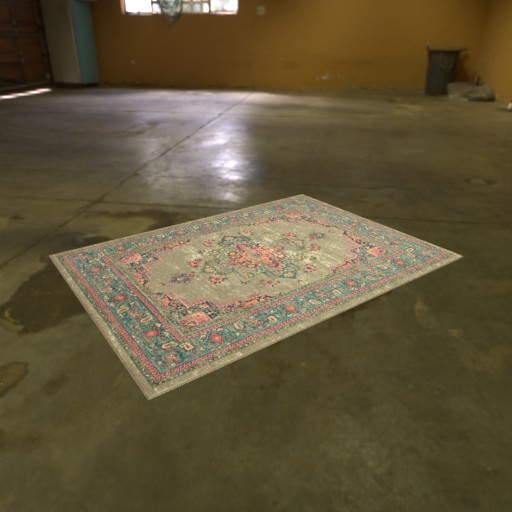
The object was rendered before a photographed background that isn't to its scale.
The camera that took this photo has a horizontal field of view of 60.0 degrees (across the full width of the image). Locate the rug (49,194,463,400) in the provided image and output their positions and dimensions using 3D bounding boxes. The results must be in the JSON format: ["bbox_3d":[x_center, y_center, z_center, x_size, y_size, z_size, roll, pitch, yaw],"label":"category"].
[{"bbox_3d":[0.000,0.000,2.919,2.214,0.013,1.609,-18,31,-32],"label":"rug"}]
